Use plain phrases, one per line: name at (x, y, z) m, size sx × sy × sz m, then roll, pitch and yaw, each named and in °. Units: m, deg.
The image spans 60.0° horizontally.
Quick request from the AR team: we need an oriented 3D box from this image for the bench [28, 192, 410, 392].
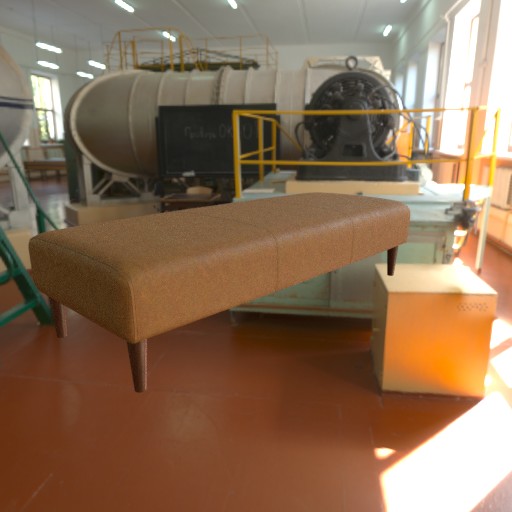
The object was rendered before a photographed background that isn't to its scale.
bench at (0.000, 0.000, 1.887) m, size 0.653 × 0.399 × 1.610 m, roll 14°, pitch 20°, yaw 42°
